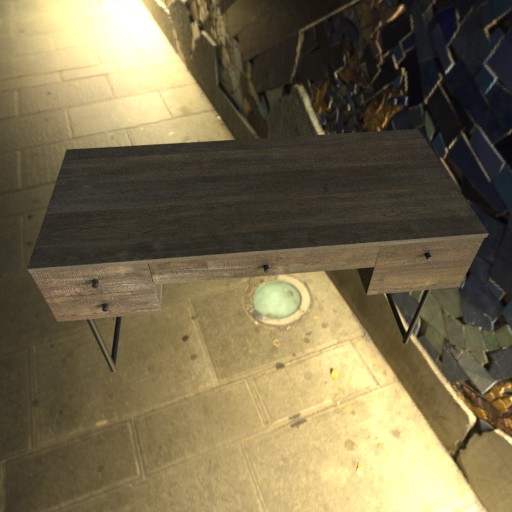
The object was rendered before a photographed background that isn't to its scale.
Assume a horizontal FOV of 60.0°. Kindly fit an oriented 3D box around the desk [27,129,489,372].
[{"bbox_3d":[0.000,0.000,2.046,1.600,0.780,0.730,-4,47,-4],"label":"desk"}]
